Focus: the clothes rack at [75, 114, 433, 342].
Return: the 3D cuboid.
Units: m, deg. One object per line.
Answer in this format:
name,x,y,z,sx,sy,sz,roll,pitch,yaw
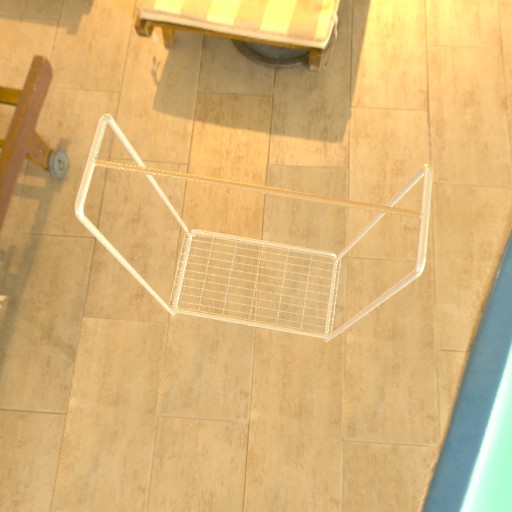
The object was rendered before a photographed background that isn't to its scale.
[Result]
clothes rack,0.000,0.000,1.870,0.900,1.500,0.495,10,76,2
